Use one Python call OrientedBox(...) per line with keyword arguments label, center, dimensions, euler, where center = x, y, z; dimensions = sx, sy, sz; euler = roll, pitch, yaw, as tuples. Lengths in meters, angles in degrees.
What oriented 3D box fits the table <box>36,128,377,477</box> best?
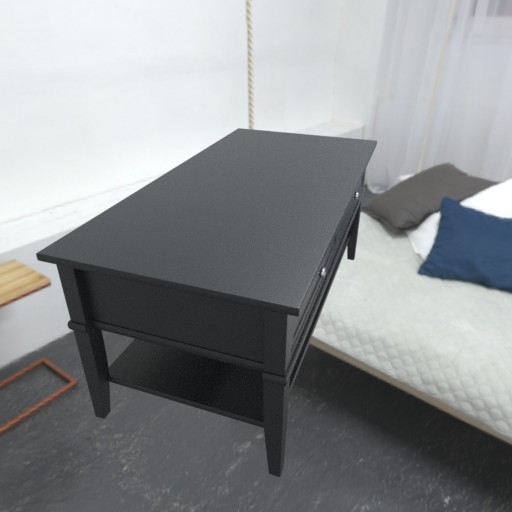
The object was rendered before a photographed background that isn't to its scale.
OrientedBox(label="table", center=(0.000, 0.000, 1.316), dimensions=(0.523, 0.470, 1.044), euler=(10, 31, 17))
